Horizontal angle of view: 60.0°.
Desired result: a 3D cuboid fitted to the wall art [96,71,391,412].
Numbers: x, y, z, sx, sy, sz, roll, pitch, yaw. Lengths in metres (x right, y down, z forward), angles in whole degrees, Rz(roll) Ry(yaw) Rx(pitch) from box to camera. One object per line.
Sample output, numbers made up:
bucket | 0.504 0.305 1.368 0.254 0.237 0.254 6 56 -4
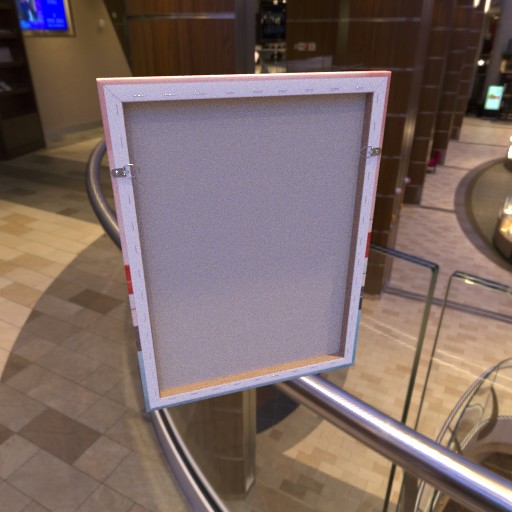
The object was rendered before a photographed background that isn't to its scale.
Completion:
wall art | 0.000 0.000 1.339 0.761 1.016 0.039 -8 28 -16
